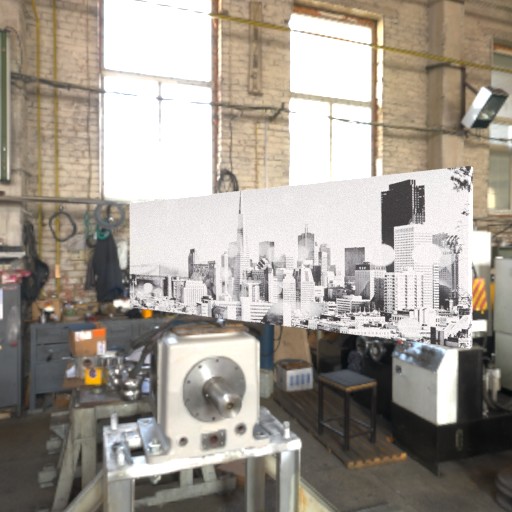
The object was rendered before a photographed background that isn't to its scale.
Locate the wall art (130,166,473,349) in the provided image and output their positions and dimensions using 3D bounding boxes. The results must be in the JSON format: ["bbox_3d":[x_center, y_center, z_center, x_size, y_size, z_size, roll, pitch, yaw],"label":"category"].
[{"bbox_3d":[0.000,0.000,1.705,1.520,0.507,0.039,0,1,38],"label":"wall art"}]
